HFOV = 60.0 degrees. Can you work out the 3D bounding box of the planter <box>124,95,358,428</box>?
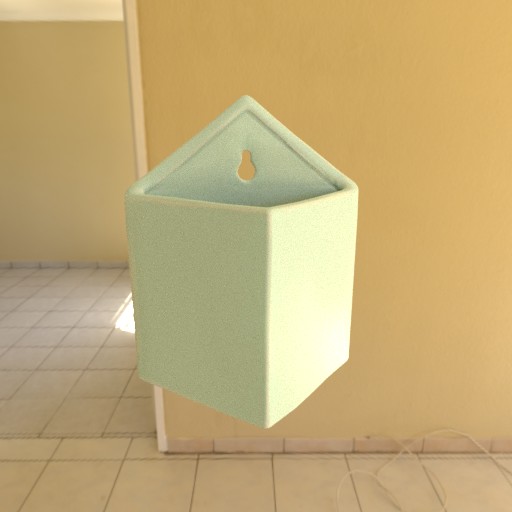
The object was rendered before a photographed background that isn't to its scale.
[{"bbox_3d":[0.000,0.000,0.281,0.164,0.197,0.079,-3,16,-10],"label":"planter"}]
